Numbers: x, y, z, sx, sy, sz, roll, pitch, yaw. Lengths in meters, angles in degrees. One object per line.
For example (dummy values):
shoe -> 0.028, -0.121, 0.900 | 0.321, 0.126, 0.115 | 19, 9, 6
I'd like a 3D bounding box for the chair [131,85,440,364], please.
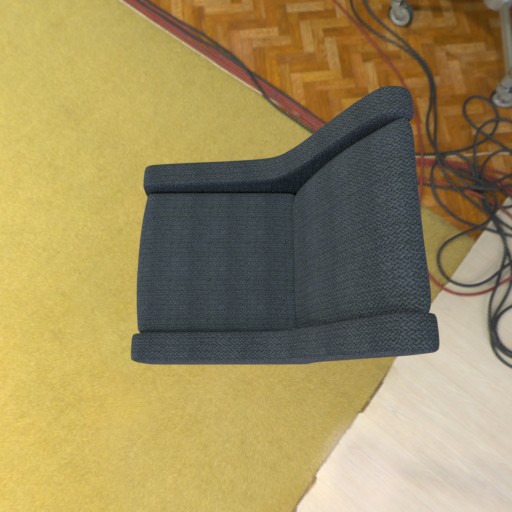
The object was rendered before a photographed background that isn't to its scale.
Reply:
chair -> 0.000, 0.000, 1.694 | 0.944, 1.012, 0.793 | 0, 74, 0
